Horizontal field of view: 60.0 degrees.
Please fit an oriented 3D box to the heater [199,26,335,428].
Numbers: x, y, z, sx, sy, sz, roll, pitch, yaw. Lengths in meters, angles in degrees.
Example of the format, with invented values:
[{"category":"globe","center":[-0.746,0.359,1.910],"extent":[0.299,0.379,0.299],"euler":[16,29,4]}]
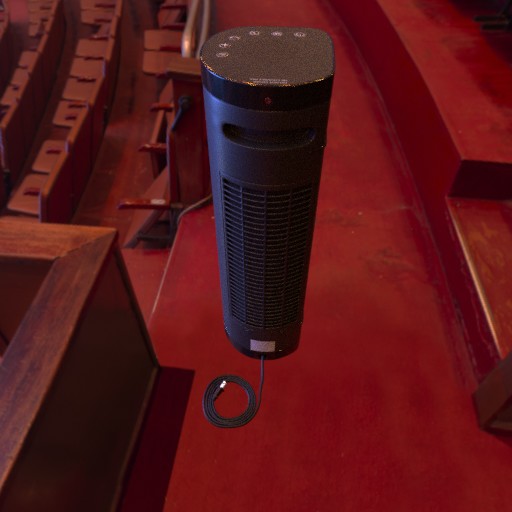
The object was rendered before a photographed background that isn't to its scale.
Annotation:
[{"category":"heater","center":[0.000,0.000,0.673],"extent":[0.174,0.552,0.312],"euler":[4,47,3]}]
